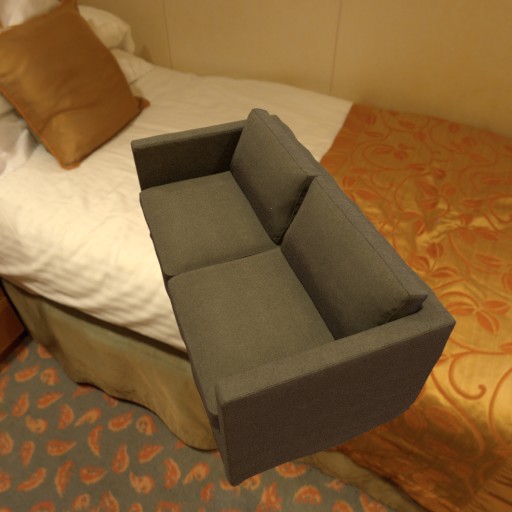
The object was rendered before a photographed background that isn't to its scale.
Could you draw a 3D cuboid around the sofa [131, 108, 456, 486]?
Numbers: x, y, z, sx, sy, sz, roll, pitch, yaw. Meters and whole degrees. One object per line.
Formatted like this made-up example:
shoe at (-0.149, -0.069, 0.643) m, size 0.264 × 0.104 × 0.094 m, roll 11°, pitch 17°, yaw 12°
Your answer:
sofa at (0.000, 0.000, 2.333) m, size 0.974 × 0.854 × 1.802 m, roll -15°, pitch 46°, yaw -15°
